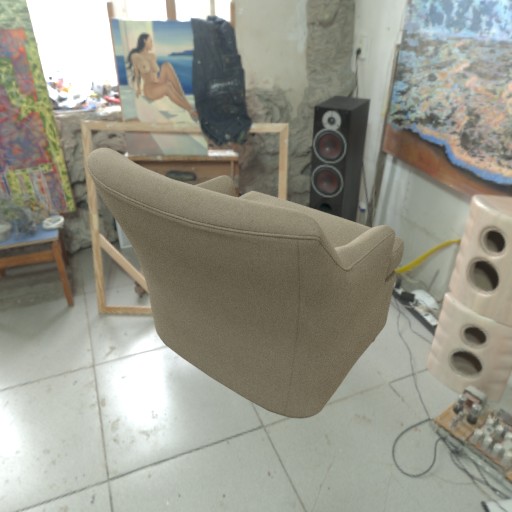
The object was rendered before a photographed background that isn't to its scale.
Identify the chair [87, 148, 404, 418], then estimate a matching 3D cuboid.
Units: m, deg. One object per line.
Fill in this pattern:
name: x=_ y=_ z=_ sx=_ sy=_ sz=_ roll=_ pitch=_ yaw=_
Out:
chair: x=0.000 y=0.000 z=1.612 sx=0.864 sy=0.856 sz=0.923 roll=23 pitch=38 yaw=32
